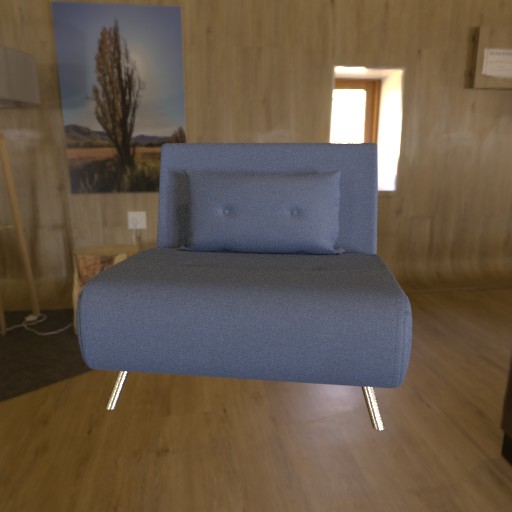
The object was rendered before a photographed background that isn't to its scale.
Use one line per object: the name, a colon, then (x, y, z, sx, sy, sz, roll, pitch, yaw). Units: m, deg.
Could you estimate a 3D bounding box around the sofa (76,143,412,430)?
sofa: (0.000, 0.000, 1.713, 0.999, 0.860, 0.996, 2, 13, 7)
